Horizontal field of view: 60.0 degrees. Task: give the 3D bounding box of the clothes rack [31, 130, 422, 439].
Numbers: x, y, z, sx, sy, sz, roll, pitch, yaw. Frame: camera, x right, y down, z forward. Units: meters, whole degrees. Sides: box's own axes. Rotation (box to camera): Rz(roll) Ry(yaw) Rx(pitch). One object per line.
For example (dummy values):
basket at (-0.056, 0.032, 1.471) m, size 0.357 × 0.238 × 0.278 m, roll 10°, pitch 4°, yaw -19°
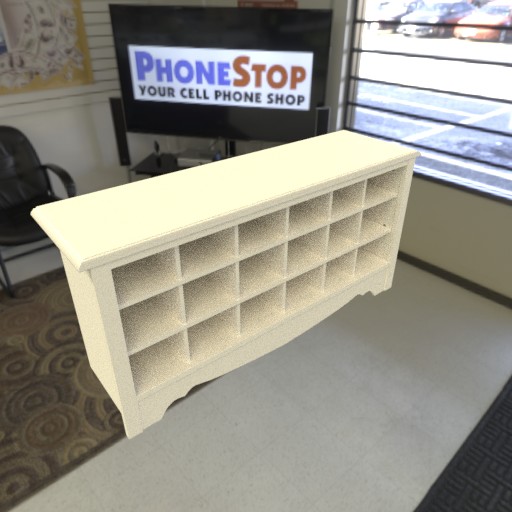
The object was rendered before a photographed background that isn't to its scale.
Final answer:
clothes rack at (0.000, 0.000, 1.379) m, size 1.120 × 0.531 × 0.324 m, roll -22°, pitch 37°, yaw -32°
